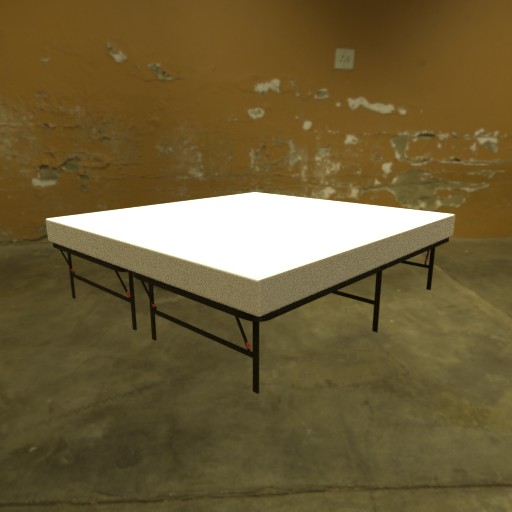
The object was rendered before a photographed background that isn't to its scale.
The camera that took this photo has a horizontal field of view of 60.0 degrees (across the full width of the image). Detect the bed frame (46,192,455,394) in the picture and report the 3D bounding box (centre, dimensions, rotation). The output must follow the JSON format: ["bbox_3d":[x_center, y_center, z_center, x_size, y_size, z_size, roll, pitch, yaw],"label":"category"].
[{"bbox_3d":[0.000,0.000,3.095,1.930,0.559,2.032,14,20,41],"label":"bed frame"}]
